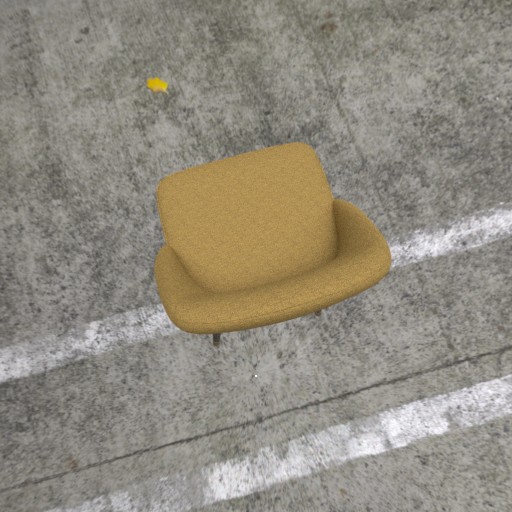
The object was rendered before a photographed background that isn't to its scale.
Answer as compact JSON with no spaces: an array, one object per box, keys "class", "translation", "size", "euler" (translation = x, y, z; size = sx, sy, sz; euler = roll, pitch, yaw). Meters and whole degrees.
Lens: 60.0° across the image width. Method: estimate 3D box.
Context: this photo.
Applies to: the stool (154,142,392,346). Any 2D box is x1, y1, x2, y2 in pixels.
[{"class":"stool","translation":[0.000,0.000,1.363],"size":[0.536,1.032,0.522],"euler":[-15,75,-4]}]
